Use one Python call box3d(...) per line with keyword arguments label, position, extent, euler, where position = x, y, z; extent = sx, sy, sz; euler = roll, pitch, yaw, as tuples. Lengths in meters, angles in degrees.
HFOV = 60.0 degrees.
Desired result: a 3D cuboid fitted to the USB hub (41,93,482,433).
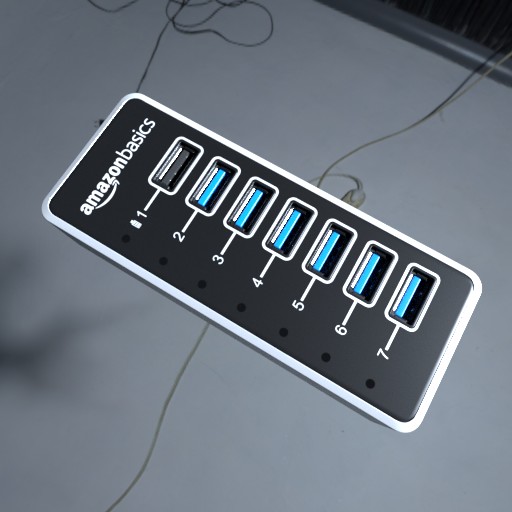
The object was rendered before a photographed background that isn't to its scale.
box3d(label="USB hub", position=(0.000, 0.000, 0.124), extent=(0.110, 0.023, 0.044), euler=(30, 77, 8))
